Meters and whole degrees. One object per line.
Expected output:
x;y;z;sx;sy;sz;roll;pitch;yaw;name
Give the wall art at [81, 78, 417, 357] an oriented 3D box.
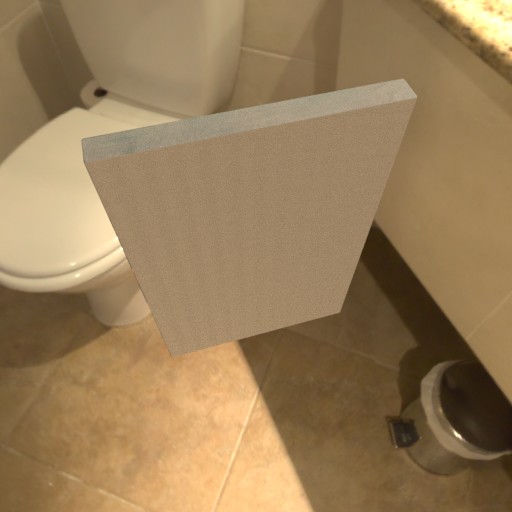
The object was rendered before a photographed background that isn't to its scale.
0.000;0.000;1.171;0.609;0.911;0.061;-14;58;-9;wall art
